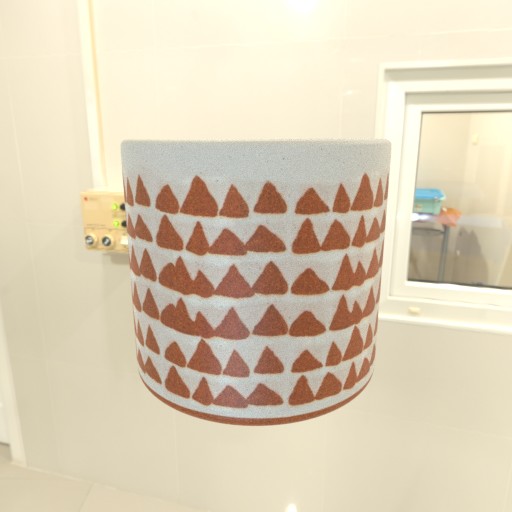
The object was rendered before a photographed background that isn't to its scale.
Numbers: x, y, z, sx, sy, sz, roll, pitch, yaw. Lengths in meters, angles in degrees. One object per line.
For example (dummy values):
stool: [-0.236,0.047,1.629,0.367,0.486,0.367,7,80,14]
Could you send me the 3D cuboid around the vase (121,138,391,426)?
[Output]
vase: [0.000,0.000,0.249,0.137,0.127,0.137,0,15,0]
